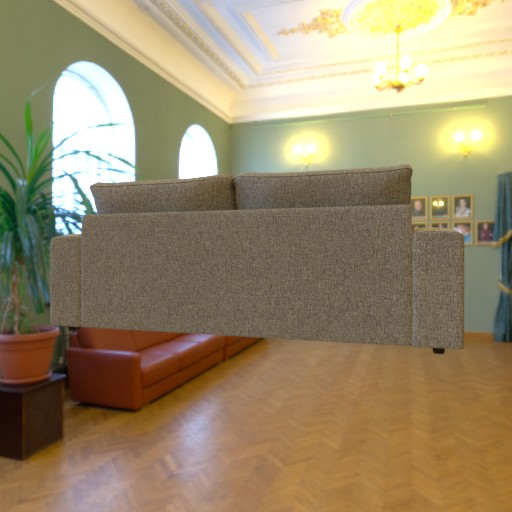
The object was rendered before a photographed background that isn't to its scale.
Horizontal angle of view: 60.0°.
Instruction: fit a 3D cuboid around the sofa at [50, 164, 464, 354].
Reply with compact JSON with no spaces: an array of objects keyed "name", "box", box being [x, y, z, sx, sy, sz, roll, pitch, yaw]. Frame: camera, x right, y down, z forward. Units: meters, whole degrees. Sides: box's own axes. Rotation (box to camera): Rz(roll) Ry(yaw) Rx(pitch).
[{"name":"sofa","box":[0.000,0.000,2.836,2.299,0.922,1.040,0,0,17]}]
